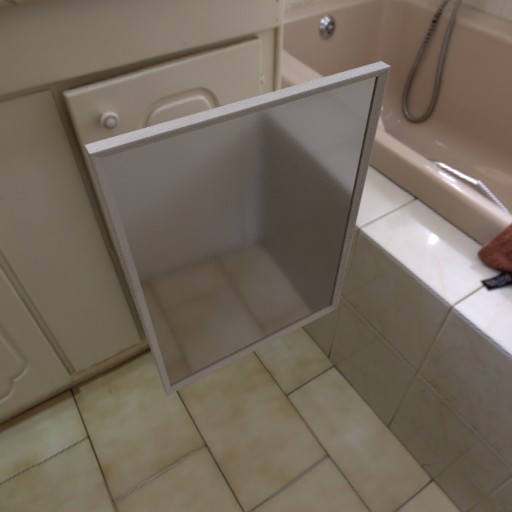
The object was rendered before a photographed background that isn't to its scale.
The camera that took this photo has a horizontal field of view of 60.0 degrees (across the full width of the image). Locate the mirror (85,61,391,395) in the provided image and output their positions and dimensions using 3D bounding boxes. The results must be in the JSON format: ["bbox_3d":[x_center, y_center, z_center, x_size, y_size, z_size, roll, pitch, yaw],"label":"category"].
[{"bbox_3d":[0.000,0.000,1.362,0.762,1.016,0.041,-23,51,-20],"label":"mirror"}]
